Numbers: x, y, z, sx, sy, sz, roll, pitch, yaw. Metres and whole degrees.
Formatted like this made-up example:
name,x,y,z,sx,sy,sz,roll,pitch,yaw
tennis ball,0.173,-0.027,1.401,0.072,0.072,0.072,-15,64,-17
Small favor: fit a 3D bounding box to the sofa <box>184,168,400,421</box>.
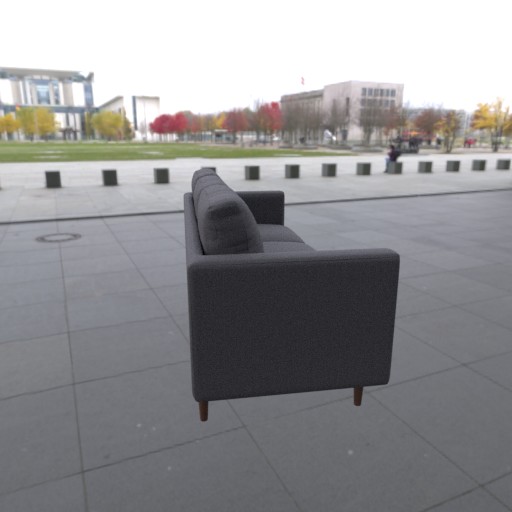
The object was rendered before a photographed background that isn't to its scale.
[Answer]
name,x,y,z,sx,sy,sz,roll,pitch,yaw
sofa,0.000,0.000,2.574,0.802,0.912,2.029,-2,15,-9
